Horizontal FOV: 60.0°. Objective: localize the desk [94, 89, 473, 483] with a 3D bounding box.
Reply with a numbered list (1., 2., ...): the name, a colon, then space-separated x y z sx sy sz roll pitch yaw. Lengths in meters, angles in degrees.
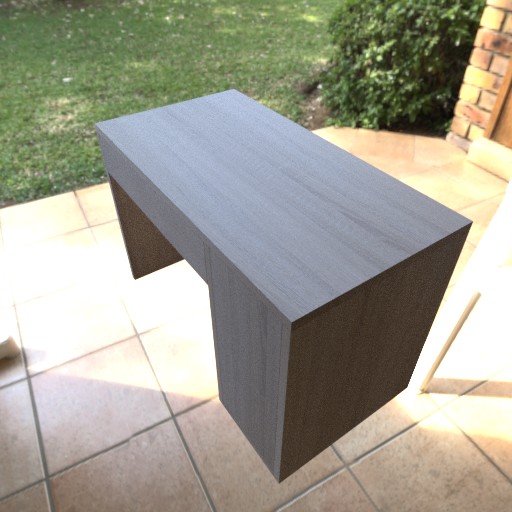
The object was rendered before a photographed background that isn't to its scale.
1. desk: 0.000 0.000 1.562 0.600 0.731 1.100 -24 46 -26
